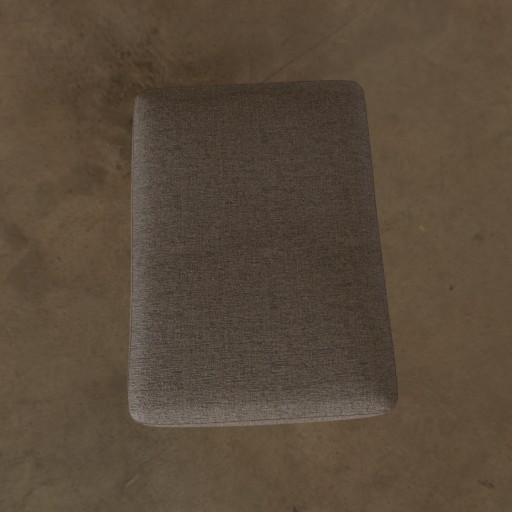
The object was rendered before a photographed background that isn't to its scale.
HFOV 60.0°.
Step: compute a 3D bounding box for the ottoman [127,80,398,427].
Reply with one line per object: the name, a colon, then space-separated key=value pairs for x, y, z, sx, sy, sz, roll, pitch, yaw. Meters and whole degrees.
ottoman: x=0.000 y=0.000 z=1.279 sx=0.637 sy=0.478 sz=0.885 roll=-2 pitch=76 yaw=-1
